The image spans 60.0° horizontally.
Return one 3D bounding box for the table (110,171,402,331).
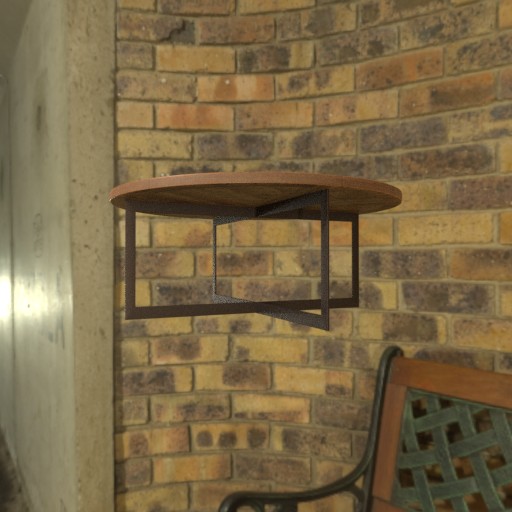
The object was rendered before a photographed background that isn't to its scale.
[{"bbox_3d":[0.000,0.000,2.015,1.264,0.516,1.264,0,-1,0],"label":"table"}]
